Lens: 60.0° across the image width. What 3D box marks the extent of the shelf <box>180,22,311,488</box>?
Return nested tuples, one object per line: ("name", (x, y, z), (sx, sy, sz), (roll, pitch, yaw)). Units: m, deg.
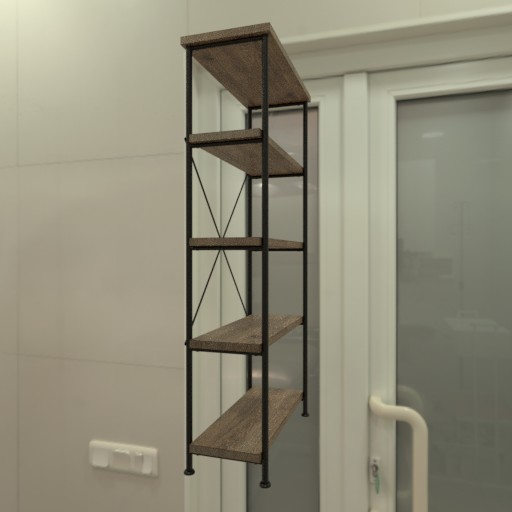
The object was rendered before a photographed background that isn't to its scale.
("shelf", (0.000, 0.000, 2.046), (0.360, 1.700, 0.800), (0, 0, 18))
